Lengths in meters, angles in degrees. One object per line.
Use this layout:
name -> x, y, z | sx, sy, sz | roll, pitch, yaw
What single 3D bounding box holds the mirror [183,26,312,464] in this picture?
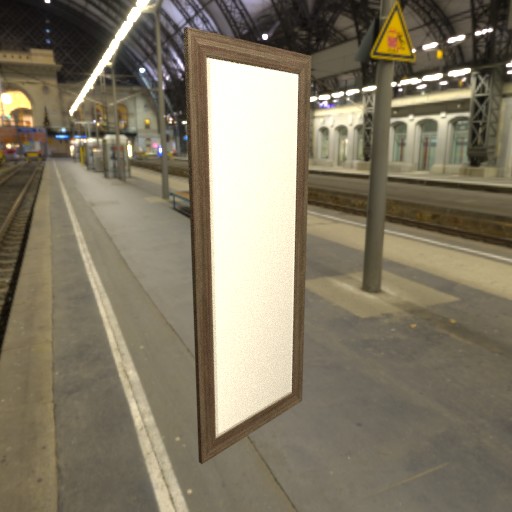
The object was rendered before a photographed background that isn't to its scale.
mirror -> 0.000, 0.000, 2.303 | 0.025, 2.032, 0.812 | 13, 19, 43
